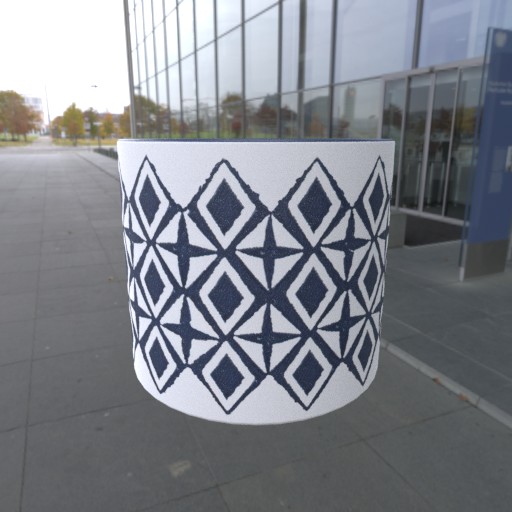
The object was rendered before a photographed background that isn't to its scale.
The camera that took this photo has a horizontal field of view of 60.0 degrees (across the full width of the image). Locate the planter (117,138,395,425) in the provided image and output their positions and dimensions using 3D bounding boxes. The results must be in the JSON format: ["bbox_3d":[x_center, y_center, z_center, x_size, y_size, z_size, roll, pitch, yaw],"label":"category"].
[{"bbox_3d":[0.000,0.000,0.397,0.224,0.203,0.224,0,15,0],"label":"planter"}]
